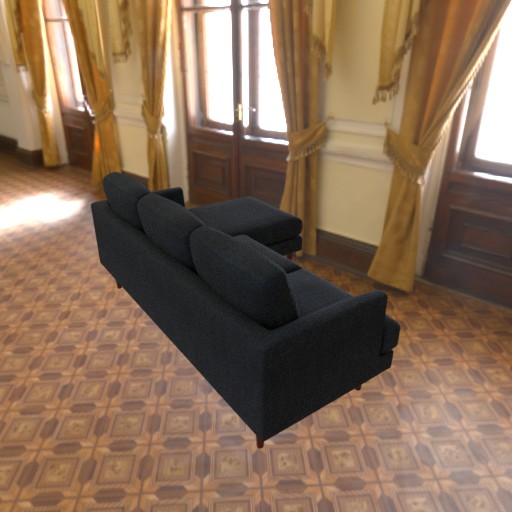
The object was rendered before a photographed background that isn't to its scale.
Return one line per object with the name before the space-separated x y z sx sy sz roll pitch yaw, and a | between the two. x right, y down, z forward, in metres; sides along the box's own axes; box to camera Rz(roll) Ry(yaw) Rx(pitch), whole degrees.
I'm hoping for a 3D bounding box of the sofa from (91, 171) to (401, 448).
sofa | 0.000 0.000 3.028 1.504 0.956 2.233 -17 30 -32
